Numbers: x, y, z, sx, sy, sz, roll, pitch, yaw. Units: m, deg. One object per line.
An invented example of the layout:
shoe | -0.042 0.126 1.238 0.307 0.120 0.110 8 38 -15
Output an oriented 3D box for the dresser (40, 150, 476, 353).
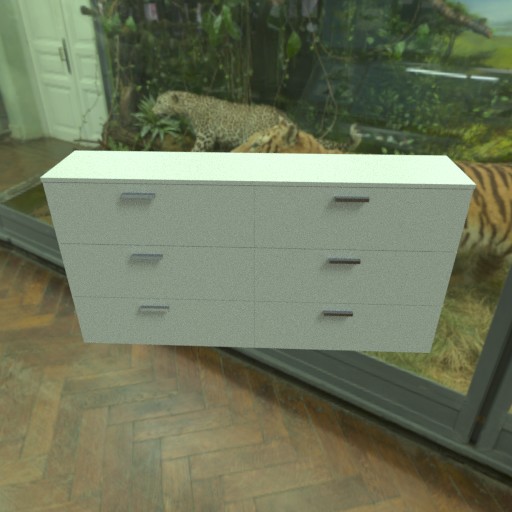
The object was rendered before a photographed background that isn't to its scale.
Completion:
dresser | 0.000 0.000 1.889 1.535 0.790 0.333 1 31 2
